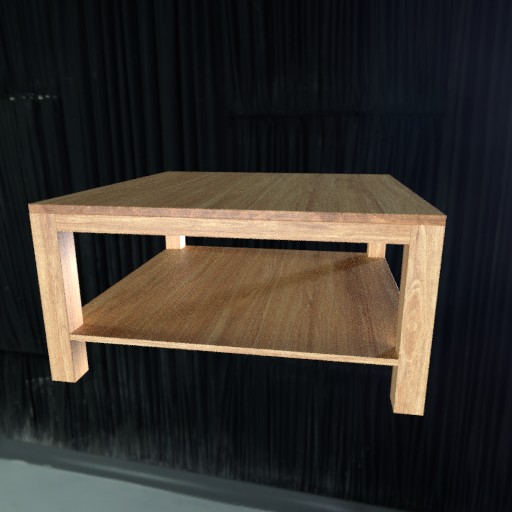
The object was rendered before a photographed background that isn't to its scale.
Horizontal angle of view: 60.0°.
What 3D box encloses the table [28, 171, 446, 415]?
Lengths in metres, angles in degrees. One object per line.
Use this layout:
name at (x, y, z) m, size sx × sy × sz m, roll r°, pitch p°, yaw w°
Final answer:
table at (0.000, 0.000, 1.423) m, size 0.900 × 0.450 × 0.900 m, roll 2°, pitch 16°, yaw 9°
